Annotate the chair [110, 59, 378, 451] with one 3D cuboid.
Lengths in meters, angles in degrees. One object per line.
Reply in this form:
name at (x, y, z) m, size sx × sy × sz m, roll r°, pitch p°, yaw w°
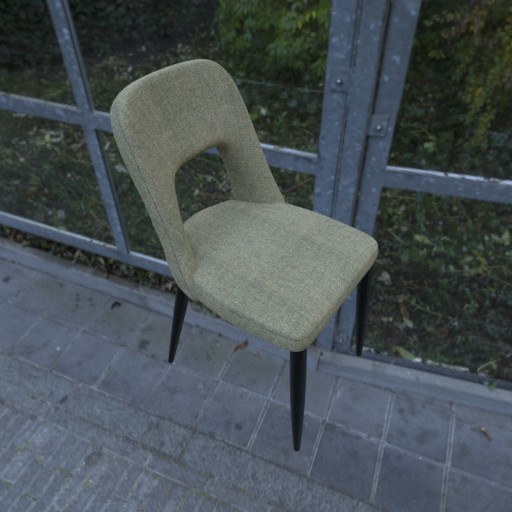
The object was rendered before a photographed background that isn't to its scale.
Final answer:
chair at (0.000, 0.000, 1.267) m, size 0.612 × 0.931 × 0.470 m, roll 25°, pitch 47°, yaw 26°
